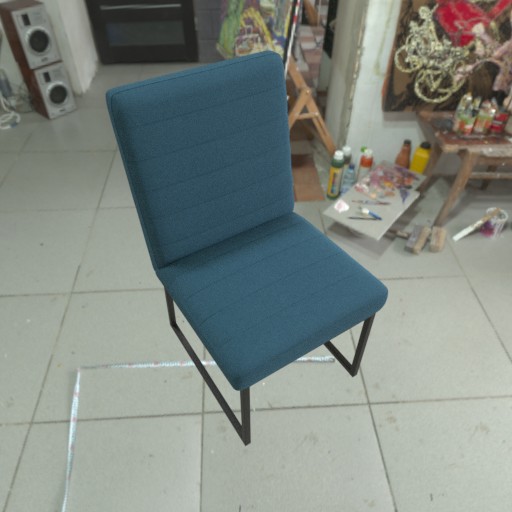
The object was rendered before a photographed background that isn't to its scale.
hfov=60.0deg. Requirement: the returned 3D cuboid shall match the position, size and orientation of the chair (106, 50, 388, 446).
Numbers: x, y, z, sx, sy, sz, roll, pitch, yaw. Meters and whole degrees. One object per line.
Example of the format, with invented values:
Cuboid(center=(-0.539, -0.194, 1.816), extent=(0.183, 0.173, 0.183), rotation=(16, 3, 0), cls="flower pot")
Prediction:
Cuboid(center=(0.000, 0.000, 1.326), extent=(0.520, 0.930, 0.634), rotation=(-24, 50, -23), cls="chair")
